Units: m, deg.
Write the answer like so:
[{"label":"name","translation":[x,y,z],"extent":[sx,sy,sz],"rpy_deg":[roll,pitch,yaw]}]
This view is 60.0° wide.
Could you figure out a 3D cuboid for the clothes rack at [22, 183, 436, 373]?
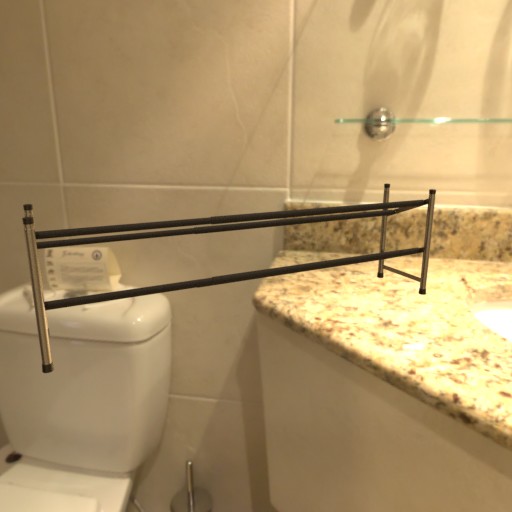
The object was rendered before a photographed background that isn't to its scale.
[{"label":"clothes rack","translation":[0.000,0.000,1.286],"extent":[1.168,0.349,0.229],"rpy_deg":[-7,17,-26]}]
